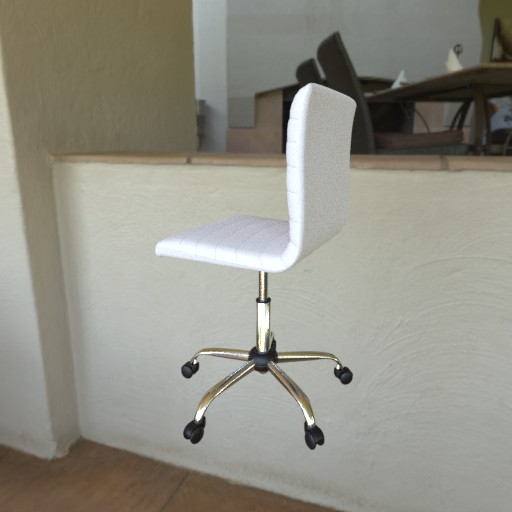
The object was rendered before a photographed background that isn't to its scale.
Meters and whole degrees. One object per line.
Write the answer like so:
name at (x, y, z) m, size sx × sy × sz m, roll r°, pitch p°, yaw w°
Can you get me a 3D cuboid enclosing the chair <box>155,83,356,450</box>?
chair at (0.000, 0.000, 1.086) m, size 0.455 × 0.750 × 0.520 m, roll 6°, pitch 16°, yaw 23°
